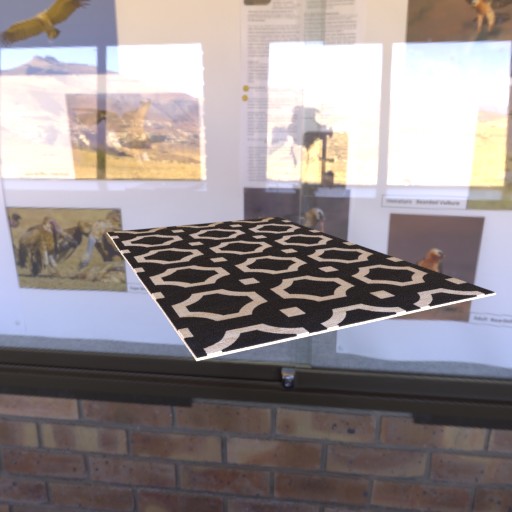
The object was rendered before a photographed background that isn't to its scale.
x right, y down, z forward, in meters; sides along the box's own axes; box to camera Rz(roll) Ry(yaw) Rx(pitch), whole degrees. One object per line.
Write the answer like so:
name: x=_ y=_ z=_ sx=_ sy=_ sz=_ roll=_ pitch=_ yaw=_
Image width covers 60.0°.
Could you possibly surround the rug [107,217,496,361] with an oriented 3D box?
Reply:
rug: x=0.000 y=0.000 z=2.871 sx=1.555 sy=0.016 sz=2.286 roll=-7 pitch=17 yaw=-25
